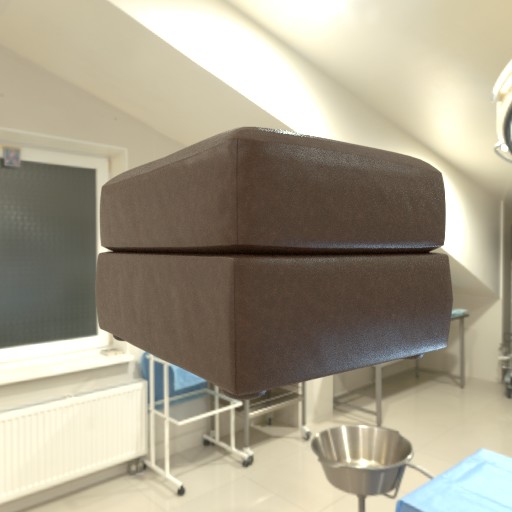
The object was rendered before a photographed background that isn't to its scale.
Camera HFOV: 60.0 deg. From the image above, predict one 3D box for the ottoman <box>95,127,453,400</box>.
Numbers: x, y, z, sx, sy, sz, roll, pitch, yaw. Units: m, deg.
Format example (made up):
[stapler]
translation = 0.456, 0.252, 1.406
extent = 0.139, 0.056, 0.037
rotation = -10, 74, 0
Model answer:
[ottoman]
translation = 0.000, 0.000, 1.127
extent = 0.603, 0.476, 0.751
rotation = -1, 1, -36
